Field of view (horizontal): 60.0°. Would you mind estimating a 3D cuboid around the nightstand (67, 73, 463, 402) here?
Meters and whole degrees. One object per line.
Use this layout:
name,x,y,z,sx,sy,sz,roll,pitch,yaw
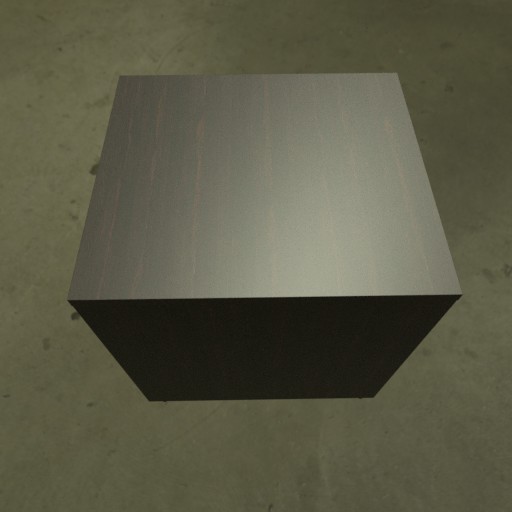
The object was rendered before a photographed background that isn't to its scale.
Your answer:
nightstand,0.000,0.000,0.799,0.461,0.460,0.400,-1,58,0
